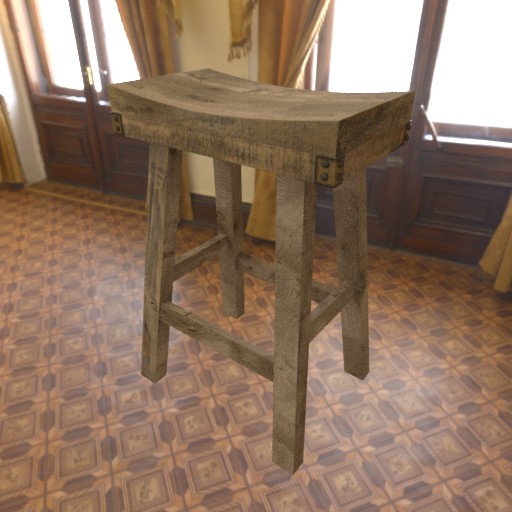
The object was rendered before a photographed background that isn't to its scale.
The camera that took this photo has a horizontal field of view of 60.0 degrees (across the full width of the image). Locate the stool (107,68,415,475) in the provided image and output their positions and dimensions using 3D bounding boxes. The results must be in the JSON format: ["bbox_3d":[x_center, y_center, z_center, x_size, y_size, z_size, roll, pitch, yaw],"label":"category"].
[{"bbox_3d":[0.000,0.000,0.881,0.450,0.635,0.330,21,36,31],"label":"stool"}]
